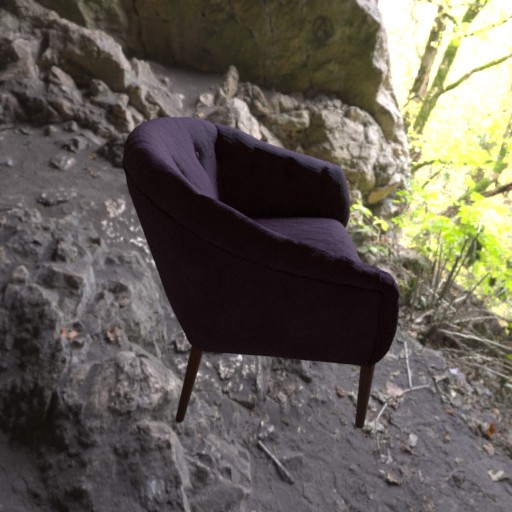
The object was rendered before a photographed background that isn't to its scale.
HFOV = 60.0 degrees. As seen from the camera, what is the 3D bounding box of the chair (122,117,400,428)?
[{"bbox_3d":[0.000,0.000,1.523,0.776,0.885,0.851,0,31,0],"label":"chair"}]
